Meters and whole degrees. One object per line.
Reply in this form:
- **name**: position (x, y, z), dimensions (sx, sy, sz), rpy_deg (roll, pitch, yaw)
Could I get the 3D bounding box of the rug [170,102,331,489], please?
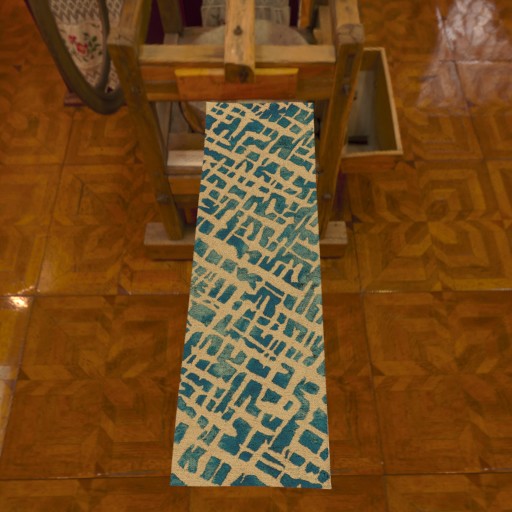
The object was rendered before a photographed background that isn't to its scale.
- **rug**: position (0.000, 0.000, 2.640), dimensions (0.768, 0.011, 2.446), rpy_deg (1, 64, 1)
